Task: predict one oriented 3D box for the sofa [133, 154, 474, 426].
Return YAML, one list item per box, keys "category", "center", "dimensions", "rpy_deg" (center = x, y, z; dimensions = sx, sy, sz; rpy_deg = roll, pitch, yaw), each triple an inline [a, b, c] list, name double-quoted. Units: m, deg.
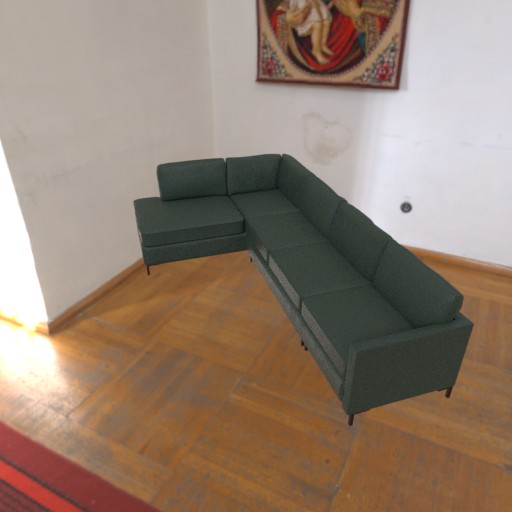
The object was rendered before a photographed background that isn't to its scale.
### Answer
- category: "sofa"
  center: [0.000, 0.000, 4.259]
  dimensions: [2.048, 0.996, 3.384]
  rpy_deg: [-9, 32, -15]
